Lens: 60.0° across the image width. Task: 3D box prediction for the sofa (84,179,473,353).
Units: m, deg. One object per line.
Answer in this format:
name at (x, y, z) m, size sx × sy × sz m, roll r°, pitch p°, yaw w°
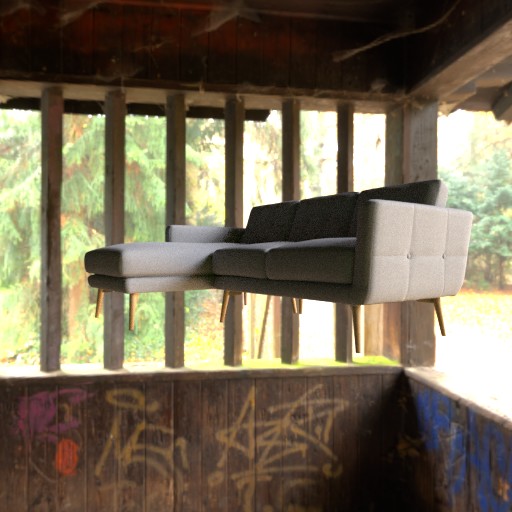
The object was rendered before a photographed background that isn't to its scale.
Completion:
sofa at (0.000, 0.000, 2.757) m, size 1.530 × 0.860 × 2.040 m, roll 0°, pitch 0°, yaw -37°
